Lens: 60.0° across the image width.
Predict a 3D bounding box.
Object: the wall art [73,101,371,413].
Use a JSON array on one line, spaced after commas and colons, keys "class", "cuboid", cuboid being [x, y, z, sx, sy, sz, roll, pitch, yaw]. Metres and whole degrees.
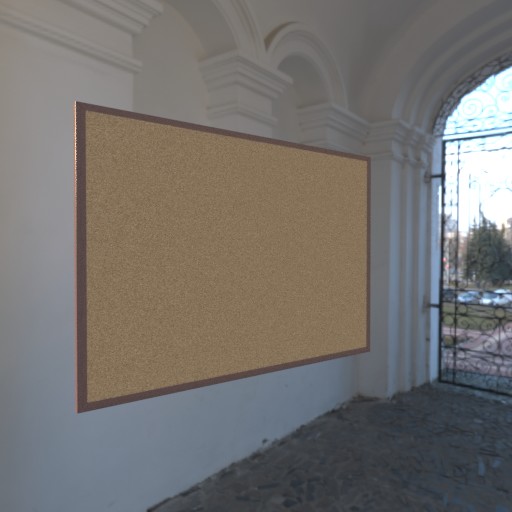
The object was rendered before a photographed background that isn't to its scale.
[{"class": "wall art", "cuboid": [0.000, 0.000, 0.846, 0.660, 0.455, 0.014, -1, 1, -37]}]
